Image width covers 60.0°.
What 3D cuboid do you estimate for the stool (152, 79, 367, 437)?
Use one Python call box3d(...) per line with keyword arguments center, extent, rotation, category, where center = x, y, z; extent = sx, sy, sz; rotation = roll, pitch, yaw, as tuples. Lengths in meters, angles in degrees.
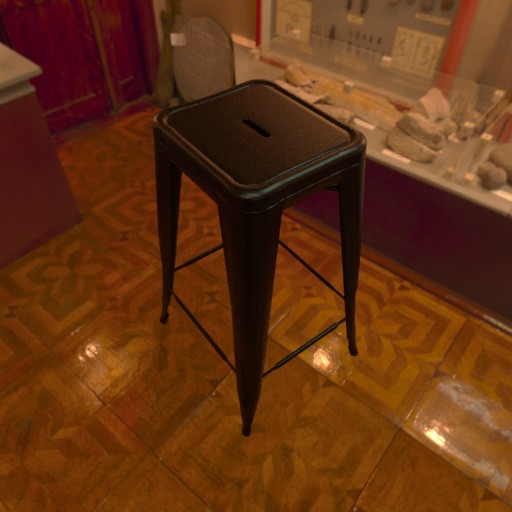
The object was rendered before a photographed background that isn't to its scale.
box3d(center=(0.000, 0.000, 0.936), extent=(0.455, 0.609, 0.423), rotation=(33, 55, 27), category="stool")
